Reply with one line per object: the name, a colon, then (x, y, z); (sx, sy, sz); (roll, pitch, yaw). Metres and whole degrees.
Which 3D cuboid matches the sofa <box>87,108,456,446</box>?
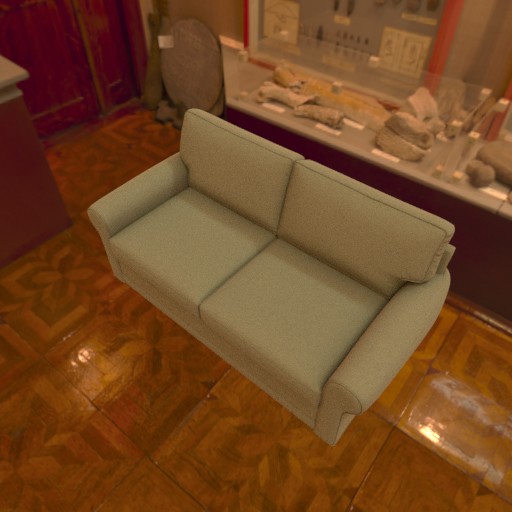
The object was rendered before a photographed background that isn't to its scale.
sofa: (0.000, 0.000, 2.485); (1.930, 0.952, 0.940); (31, 54, 27)
